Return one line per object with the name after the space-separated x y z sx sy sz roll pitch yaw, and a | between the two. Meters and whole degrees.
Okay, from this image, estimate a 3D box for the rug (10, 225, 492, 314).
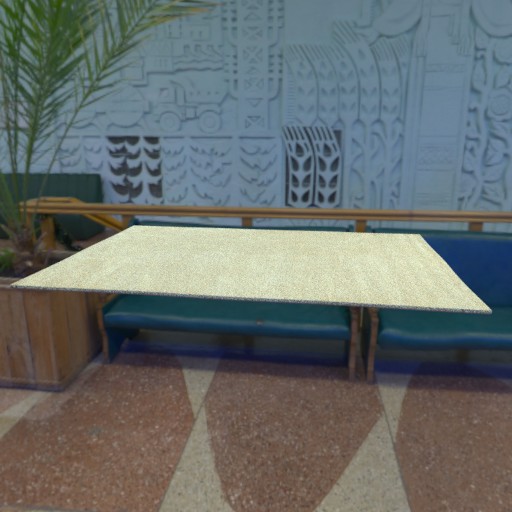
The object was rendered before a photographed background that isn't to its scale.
0.000 0.000 3.308 2.699 0.025 1.800 2 16 8 | rug
